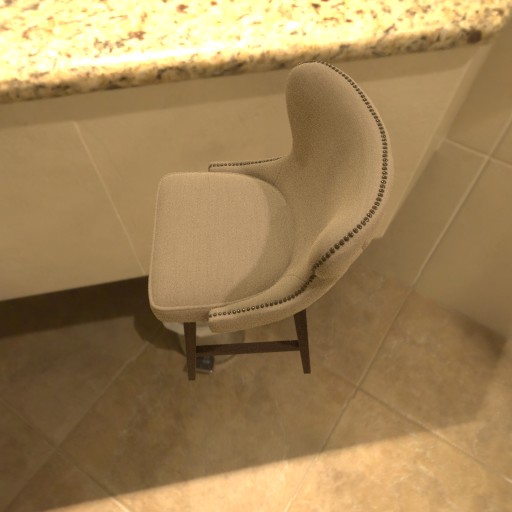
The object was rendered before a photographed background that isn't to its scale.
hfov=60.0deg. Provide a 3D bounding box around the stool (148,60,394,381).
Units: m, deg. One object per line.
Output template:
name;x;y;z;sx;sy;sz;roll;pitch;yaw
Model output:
stool;0.000;0.000;1.370;0.597;0.972;0.615;-3;57;-2
